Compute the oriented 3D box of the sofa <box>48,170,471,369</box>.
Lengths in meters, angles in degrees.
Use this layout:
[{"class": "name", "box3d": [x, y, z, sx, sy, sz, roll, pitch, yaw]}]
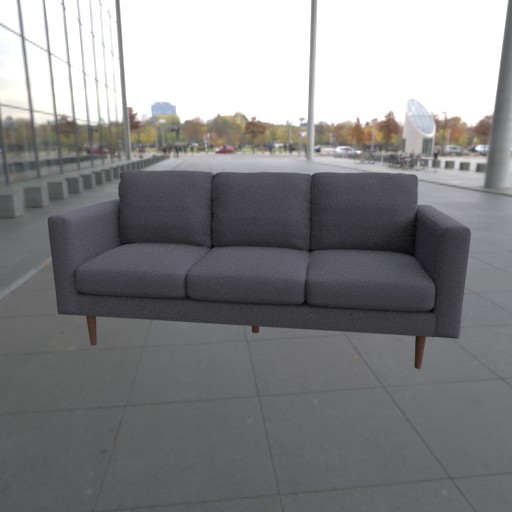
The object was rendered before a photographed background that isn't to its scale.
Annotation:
[{"class": "sofa", "box3d": [0.000, 0.000, 2.487, 2.029, 0.912, 0.802, 2, 14, 9]}]
